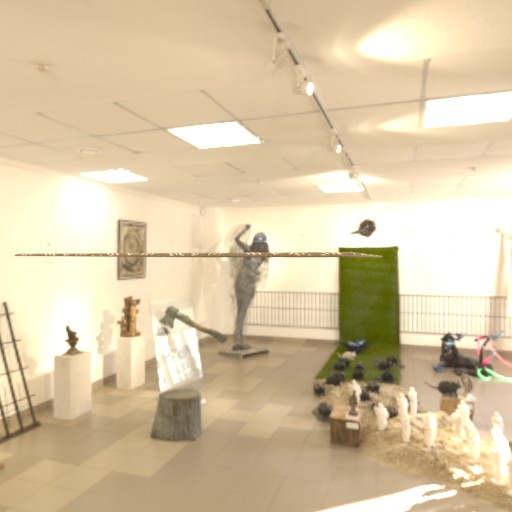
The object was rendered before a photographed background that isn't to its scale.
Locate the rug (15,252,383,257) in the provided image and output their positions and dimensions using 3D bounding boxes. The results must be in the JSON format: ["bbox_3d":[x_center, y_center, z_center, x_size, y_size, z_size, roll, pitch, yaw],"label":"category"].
[{"bbox_3d":[0.000,0.000,2.965,1.541,0.012,2.457,0,0,18],"label":"rug"}]
